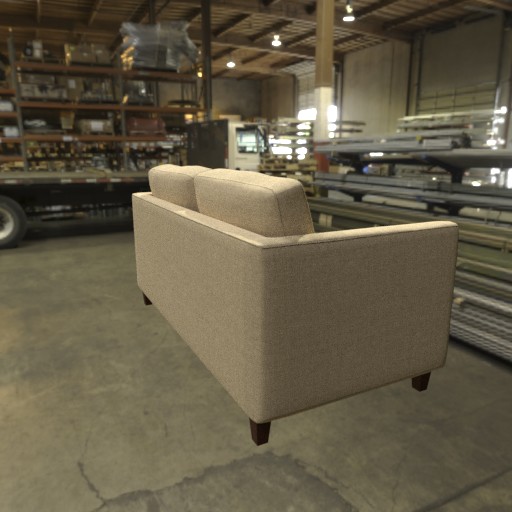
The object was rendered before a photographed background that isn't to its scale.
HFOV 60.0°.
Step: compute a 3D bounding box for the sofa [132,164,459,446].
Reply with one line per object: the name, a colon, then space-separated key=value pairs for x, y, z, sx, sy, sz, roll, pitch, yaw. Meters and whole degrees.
sofa: x=0.000 y=0.000 z=2.431 sx=0.950 sy=0.963 sz=1.884 roll=-7 pitch=15 yaw=-26
